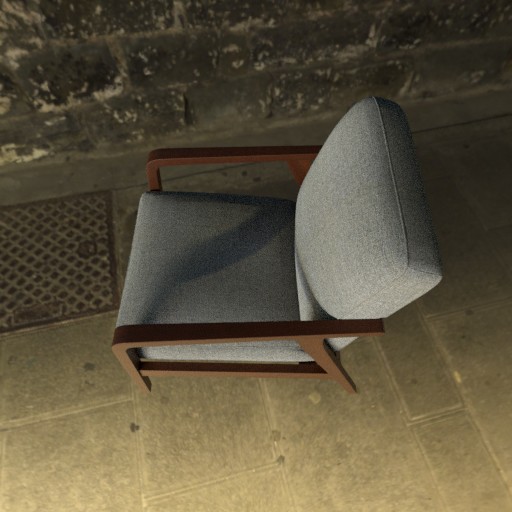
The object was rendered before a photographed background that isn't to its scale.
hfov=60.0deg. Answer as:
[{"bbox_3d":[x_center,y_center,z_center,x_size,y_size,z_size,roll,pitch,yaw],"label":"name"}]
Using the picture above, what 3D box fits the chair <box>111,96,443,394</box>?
[{"bbox_3d":[0.000,0.000,1.448,0.858,0.847,0.704,0,58,0],"label":"chair"}]
